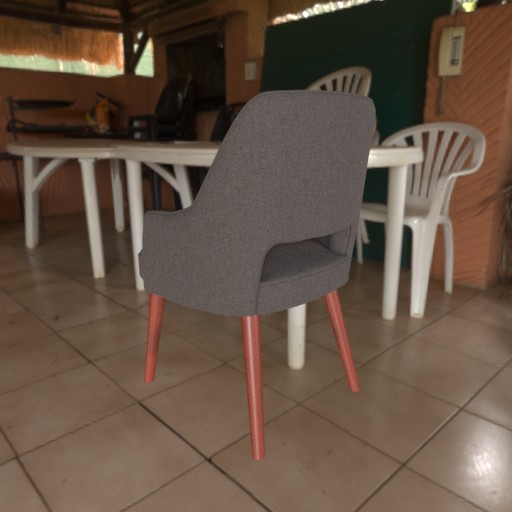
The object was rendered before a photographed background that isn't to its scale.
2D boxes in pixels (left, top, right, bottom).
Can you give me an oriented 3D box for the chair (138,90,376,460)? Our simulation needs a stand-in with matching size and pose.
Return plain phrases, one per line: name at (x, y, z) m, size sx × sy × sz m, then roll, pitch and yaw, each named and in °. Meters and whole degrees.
chair at (0.000, 0.000, 1.252) m, size 0.559 × 0.838 × 0.560 m, roll -15°, pitch 21°, yaw -43°
